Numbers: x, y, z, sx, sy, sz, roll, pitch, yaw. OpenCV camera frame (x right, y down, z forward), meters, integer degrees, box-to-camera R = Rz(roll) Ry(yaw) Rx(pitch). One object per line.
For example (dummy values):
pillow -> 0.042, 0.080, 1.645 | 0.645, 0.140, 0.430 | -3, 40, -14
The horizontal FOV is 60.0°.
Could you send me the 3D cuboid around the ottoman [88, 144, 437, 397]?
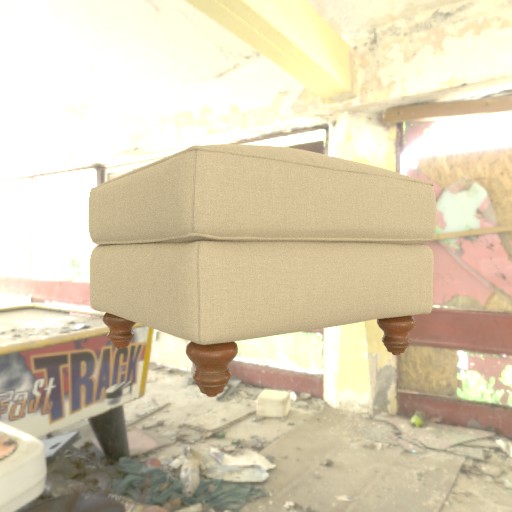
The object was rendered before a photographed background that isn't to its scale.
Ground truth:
ottoman -> 0.000, 0.000, 1.172 | 0.716, 0.505, 0.662 | 0, 1, -36
